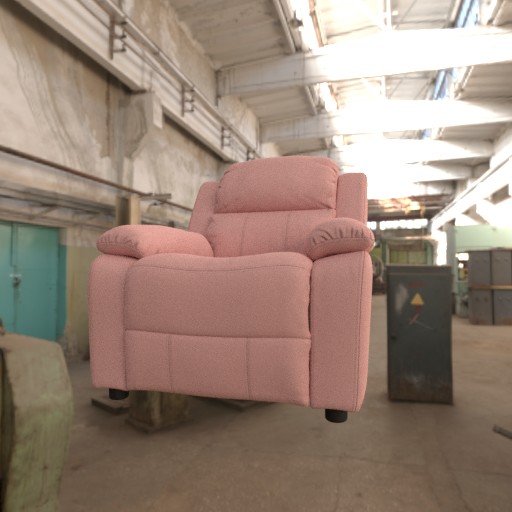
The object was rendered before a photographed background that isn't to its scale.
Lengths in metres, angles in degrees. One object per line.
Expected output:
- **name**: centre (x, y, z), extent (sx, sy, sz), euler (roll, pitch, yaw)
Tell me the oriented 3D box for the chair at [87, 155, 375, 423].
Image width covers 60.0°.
- **chair**: centre (0.000, 0.000, 1.273), extent (0.680, 0.702, 0.709), euler (-1, -2, 17)
